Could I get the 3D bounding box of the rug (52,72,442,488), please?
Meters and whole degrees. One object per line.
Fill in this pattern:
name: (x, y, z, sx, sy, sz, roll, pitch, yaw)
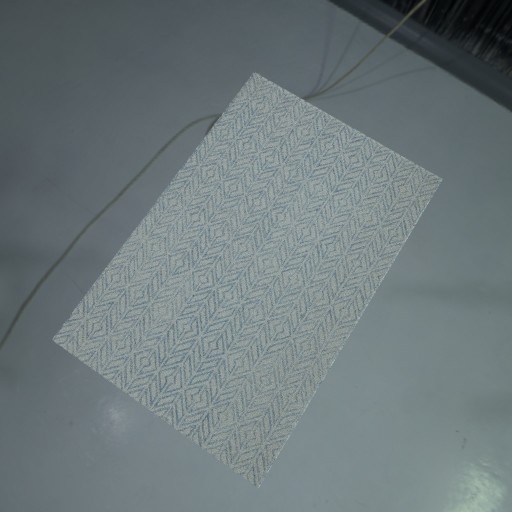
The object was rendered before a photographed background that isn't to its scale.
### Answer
rug: (0.000, 0.000, 2.300, 1.220, 0.008, 1.824, 32, 78, 8)
